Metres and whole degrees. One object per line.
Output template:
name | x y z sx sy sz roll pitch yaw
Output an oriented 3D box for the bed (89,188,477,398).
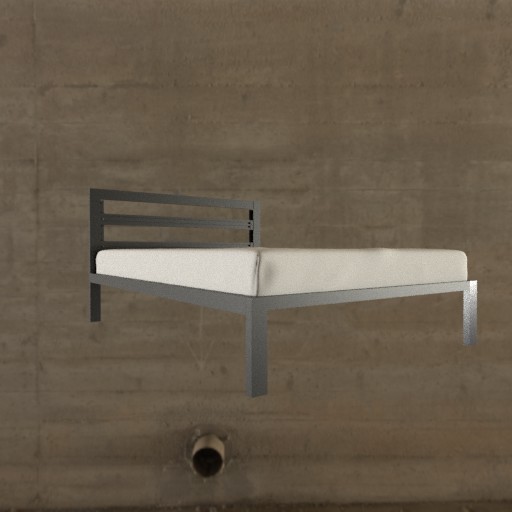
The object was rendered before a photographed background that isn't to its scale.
bed | 0.000 0.000 2.839 1.524 0.967 2.062 -1 1 -36
